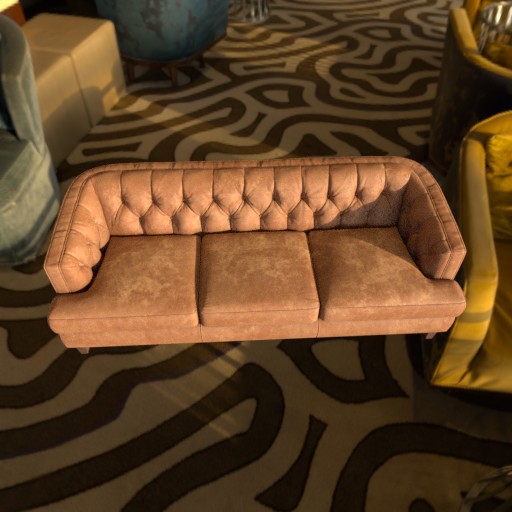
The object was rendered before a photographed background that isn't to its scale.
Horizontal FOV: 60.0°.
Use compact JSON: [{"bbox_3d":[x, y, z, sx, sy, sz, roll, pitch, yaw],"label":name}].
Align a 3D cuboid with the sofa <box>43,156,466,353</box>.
[{"bbox_3d":[0.000,0.000,2.675,2.257,0.791,0.922,-2,47,-2],"label":"sofa"}]
